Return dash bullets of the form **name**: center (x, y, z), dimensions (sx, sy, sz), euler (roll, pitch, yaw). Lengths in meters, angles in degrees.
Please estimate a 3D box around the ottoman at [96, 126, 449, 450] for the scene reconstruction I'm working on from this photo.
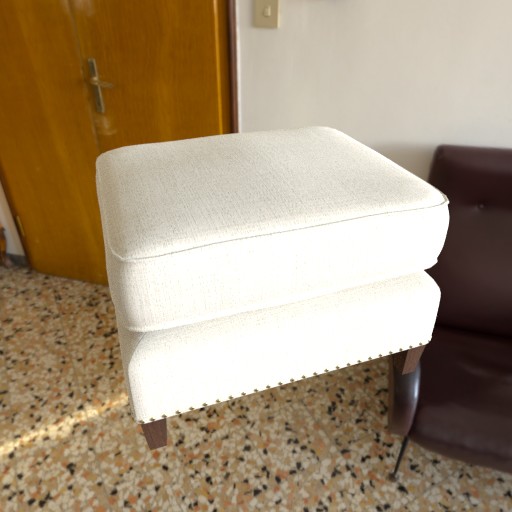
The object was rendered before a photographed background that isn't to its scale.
- **ottoman**: center (0.000, 0.000, 1.147), dimensions (0.738, 0.537, 0.589), euler (-11, 34, -16)
